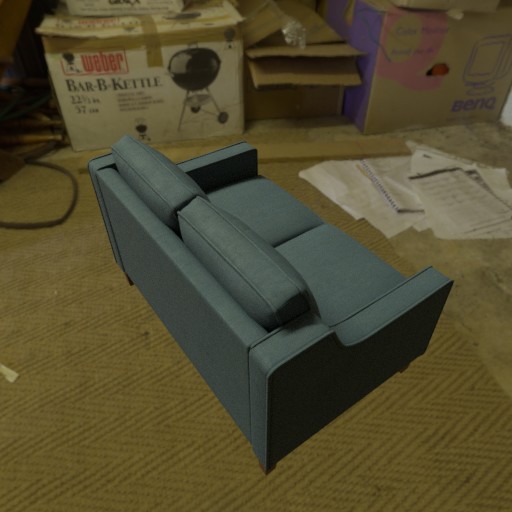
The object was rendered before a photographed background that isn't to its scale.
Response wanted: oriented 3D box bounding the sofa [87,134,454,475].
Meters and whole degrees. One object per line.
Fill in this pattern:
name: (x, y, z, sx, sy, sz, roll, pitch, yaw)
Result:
sofa: (0.000, 0.000, 2.168, 0.987, 0.971, 1.501, -26, 48, -26)
